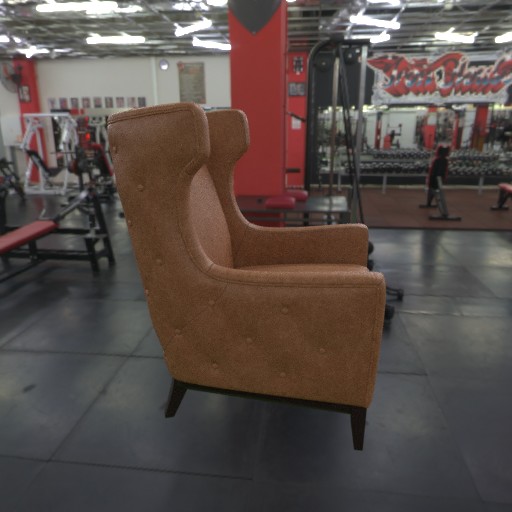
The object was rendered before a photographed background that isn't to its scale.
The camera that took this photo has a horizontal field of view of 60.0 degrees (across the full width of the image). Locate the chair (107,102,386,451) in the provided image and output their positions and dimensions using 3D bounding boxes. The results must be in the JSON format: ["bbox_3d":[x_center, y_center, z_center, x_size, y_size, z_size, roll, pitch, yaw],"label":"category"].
[{"bbox_3d":[0.000,0.000,1.682,0.899,1.079,0.766,3,17,9],"label":"chair"}]
